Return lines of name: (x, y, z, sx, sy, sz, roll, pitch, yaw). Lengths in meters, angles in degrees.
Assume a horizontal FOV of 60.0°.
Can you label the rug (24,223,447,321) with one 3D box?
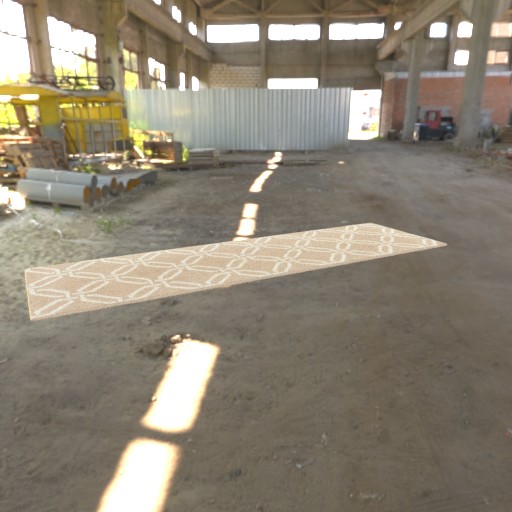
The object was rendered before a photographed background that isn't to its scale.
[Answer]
rug: (0.000, 0.000, 2.455, 2.276, 0.014, 0.678, -9, 19, -27)
